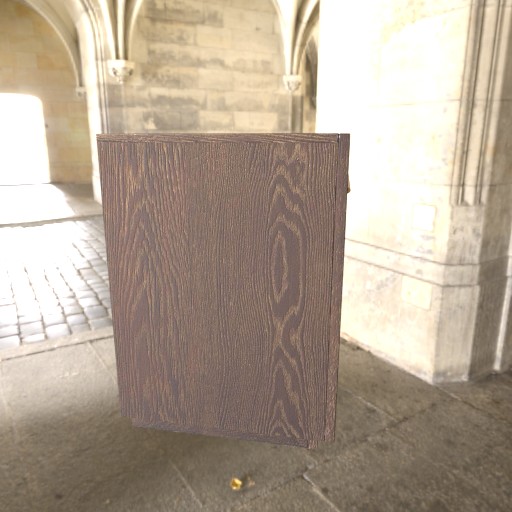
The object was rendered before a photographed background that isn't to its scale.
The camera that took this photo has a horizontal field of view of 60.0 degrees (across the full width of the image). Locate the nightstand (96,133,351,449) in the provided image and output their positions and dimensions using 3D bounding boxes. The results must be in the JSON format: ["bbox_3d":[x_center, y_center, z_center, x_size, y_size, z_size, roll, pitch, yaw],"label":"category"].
[{"bbox_3d":[0.000,0.000,1.166,0.457,0.612,0.775,3,15,11],"label":"nightstand"}]
